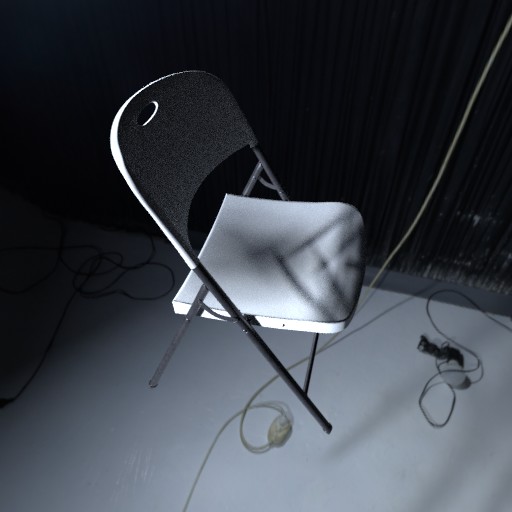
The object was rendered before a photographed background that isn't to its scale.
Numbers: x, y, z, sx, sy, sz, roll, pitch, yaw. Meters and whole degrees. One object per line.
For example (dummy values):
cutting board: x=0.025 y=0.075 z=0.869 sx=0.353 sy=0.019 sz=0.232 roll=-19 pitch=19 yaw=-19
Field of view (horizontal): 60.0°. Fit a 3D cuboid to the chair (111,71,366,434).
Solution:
chair: x=0.000 y=0.000 z=1.171 sx=0.566 sy=0.810 sz=0.494 roll=11 pitch=47 yaw=10
